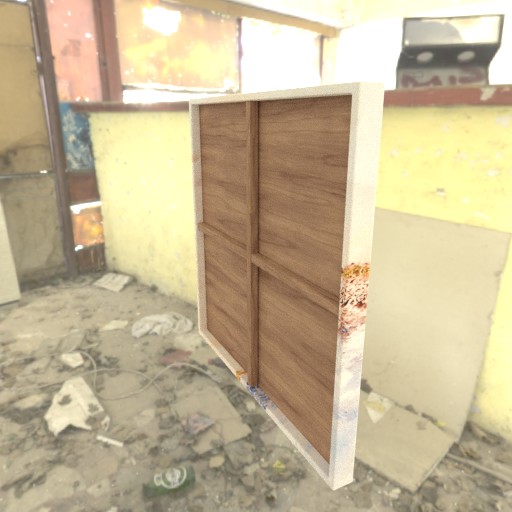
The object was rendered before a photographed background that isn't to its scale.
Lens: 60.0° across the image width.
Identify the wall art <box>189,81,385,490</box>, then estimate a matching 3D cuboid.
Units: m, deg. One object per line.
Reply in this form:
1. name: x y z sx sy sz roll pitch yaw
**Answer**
1. wall art: 0.000 0.000 1.533 0.071 1.061 1.061 -9 19 -26
